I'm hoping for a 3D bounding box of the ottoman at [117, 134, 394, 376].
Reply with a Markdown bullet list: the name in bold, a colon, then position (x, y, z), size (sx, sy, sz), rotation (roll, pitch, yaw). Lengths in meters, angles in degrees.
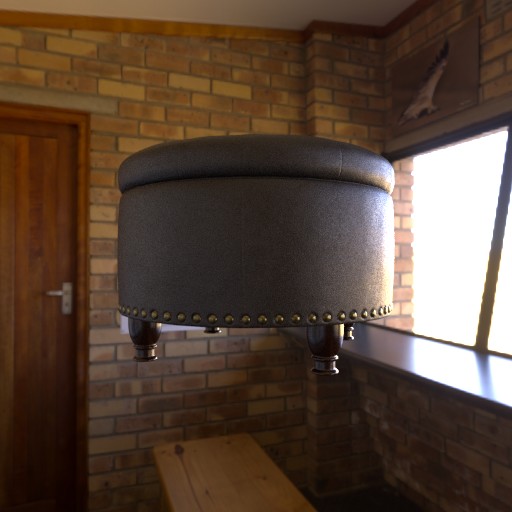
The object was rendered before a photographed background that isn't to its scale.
- **ottoman**: position (0.000, 0.000, 1.068), size (0.637, 0.442, 0.637), rotation (0, -1, 0)
